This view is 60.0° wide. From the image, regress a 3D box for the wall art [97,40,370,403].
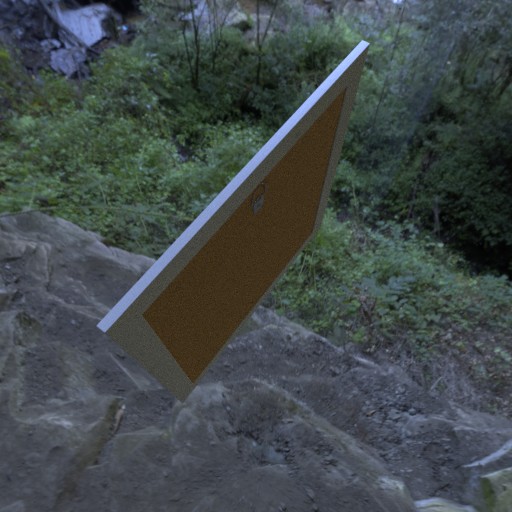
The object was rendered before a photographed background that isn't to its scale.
[{"bbox_3d":[0.000,0.000,0.847,0.015,0.577,0.572,34,69,15],"label":"wall art"}]
